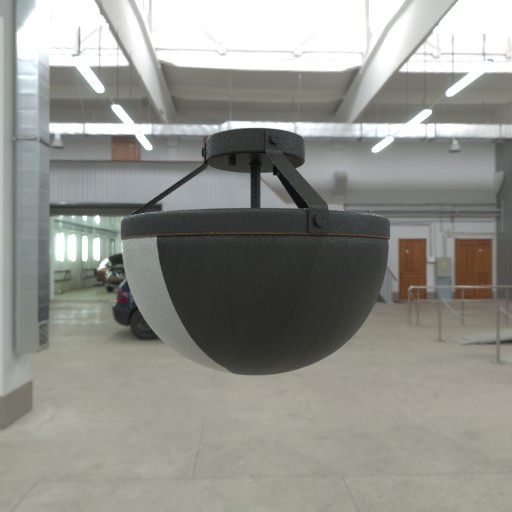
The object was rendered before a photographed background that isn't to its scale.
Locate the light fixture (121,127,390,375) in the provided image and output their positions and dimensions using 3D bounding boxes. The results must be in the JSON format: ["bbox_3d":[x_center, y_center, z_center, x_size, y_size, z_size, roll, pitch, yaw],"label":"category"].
[{"bbox_3d":[0.000,0.000,0.522,0.304,0.269,0.304,0,0,0],"label":"light fixture"}]
